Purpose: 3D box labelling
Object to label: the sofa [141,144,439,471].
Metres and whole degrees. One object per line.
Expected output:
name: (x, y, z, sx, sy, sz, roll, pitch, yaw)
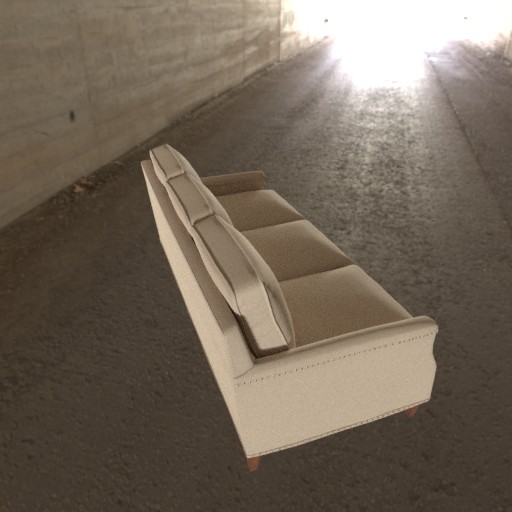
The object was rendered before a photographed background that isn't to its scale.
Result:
sofa: (0.000, 0.000, 2.814, 1.084, 1.003, 2.246, -11, 32, -18)
